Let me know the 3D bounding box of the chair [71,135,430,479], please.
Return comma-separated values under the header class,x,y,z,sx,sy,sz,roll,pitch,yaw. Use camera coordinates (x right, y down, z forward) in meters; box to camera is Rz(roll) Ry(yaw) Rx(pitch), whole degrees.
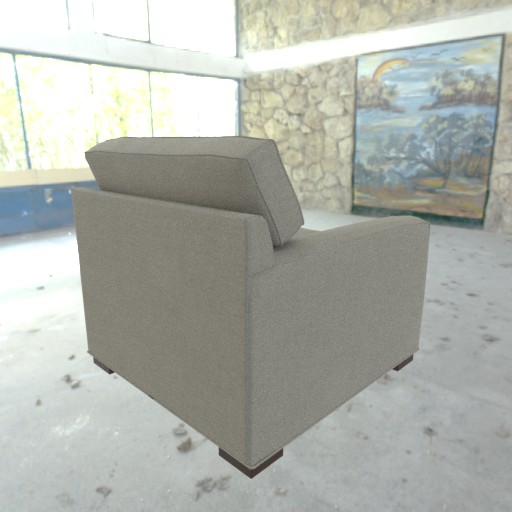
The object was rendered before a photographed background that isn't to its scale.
class,x,y,z,sx,sy,sz,roll,pitch,yaw
chair,0.000,0.000,1.797,0.999,0.934,1.044,14,20,43
